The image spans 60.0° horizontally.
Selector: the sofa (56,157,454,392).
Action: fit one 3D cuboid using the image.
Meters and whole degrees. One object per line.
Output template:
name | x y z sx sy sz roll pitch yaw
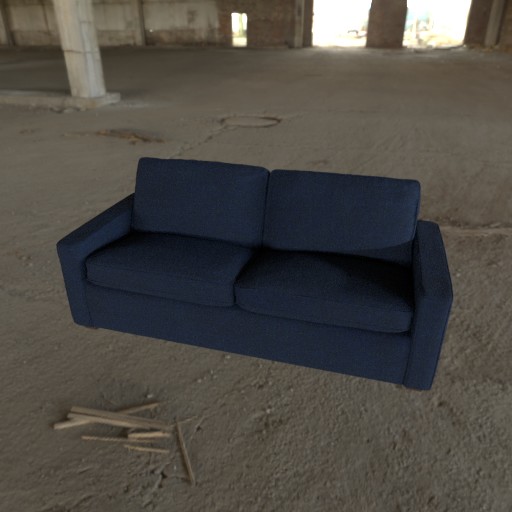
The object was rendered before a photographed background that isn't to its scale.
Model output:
sofa | 0.000 0.000 2.624 2.080 0.919 0.940 8 29 14
